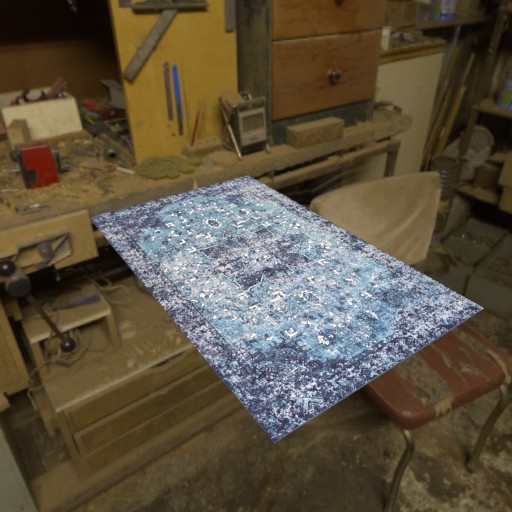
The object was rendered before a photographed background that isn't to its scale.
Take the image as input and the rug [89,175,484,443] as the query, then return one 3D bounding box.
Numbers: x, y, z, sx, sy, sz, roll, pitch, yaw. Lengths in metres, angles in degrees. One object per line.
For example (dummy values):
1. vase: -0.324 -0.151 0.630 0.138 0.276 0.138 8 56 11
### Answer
1. rug: 0.000 0.000 3.043 1.525 0.007 2.440 -21 38 -29
